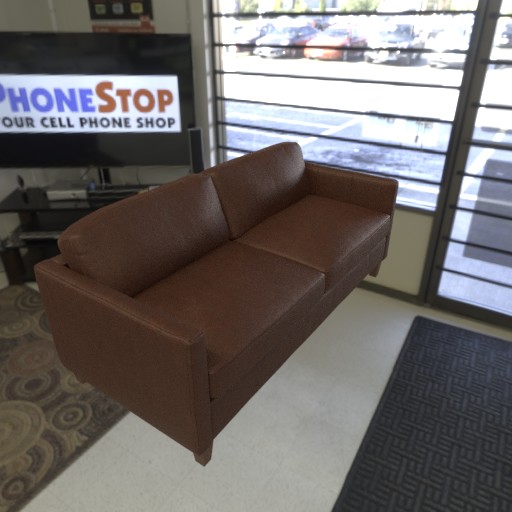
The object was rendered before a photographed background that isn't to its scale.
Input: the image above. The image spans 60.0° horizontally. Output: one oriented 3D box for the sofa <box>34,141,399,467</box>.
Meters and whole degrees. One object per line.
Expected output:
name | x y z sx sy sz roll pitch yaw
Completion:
sofa | 0.000 0.000 2.428 0.923 0.863 1.971 19 34 30
